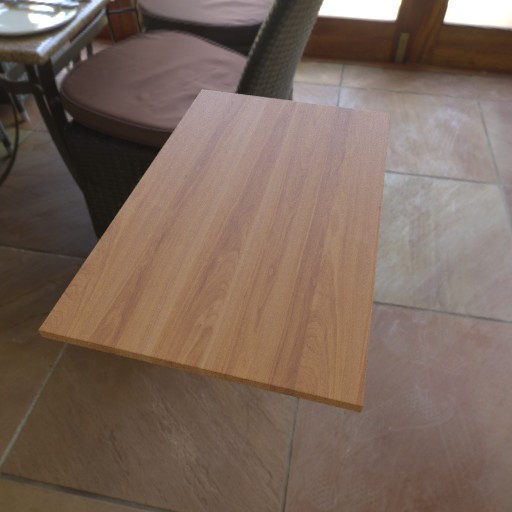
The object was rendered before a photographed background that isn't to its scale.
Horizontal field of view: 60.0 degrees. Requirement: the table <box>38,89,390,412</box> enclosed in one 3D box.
[{"bbox_3d":[0.000,0.000,1.451,0.700,0.510,1.100,11,49,9],"label":"table"}]
